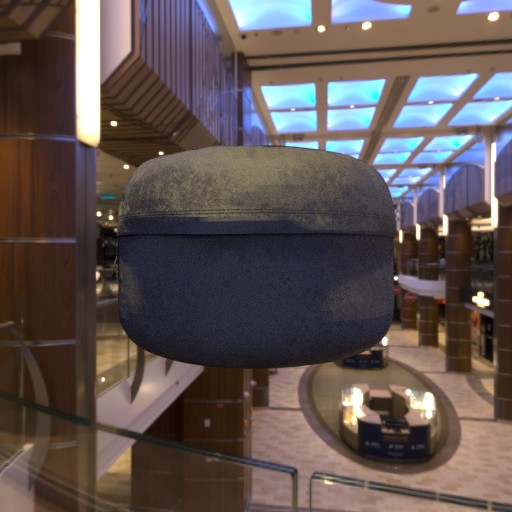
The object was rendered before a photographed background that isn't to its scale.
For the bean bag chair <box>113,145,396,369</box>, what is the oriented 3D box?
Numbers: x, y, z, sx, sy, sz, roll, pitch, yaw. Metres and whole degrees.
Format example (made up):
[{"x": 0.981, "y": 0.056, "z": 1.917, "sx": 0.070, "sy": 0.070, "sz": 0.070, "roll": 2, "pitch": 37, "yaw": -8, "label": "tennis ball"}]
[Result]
[{"x": 0.000, "y": 0.000, "z": 1.527, "sx": 0.918, "sy": 0.605, "sz": 0.918, "roll": 0, "pitch": 0, "yaw": 0, "label": "bean bag chair"}]
